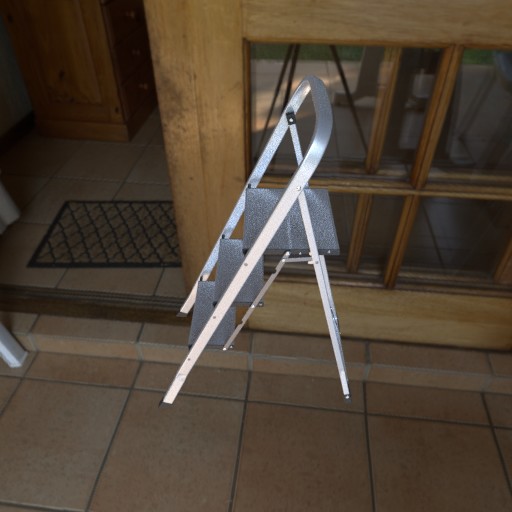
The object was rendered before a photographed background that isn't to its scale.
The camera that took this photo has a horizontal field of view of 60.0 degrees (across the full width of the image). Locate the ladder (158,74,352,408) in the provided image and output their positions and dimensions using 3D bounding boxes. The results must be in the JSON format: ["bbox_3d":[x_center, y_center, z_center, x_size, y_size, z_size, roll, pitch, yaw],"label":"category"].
[{"bbox_3d":[0.000,0.000,1.427,0.704,1.070,0.465,0,41,1],"label":"ladder"}]
